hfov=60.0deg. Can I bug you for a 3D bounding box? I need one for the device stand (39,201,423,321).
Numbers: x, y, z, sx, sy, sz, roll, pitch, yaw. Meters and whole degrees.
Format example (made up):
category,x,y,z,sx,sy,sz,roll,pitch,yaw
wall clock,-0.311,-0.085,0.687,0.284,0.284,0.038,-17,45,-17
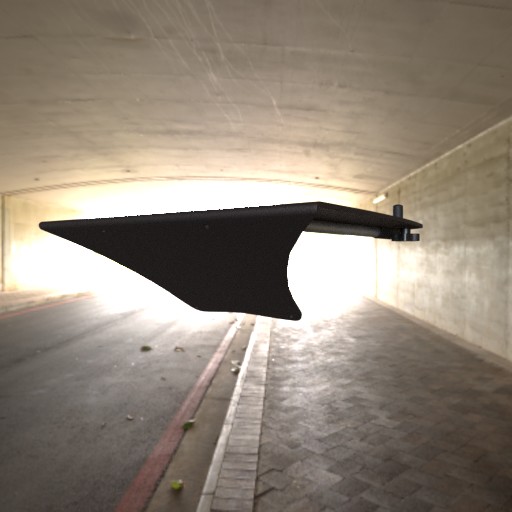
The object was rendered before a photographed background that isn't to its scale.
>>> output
category,x,y,z,sx,sy,sz,roll,pitch,yaw
device stand,0.000,0.000,0.353,0.230,0.092,0.230,0,1,35
